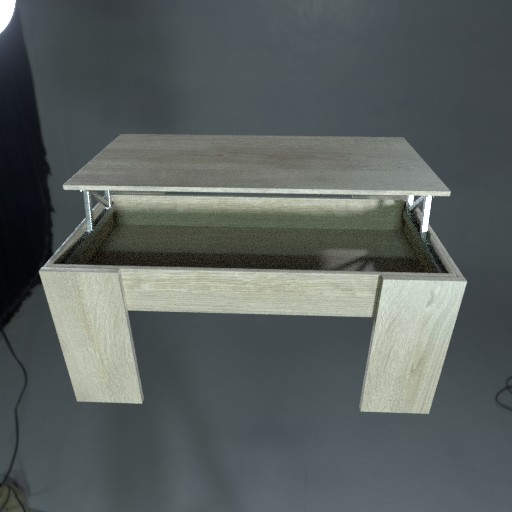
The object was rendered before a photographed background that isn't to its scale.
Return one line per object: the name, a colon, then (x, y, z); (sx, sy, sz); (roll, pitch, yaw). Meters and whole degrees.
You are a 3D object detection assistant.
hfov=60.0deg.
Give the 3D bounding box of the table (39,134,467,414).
table: (0.000, 0.000, 1.405); (1.000, 0.570, 0.711); (1, 31, 2)
